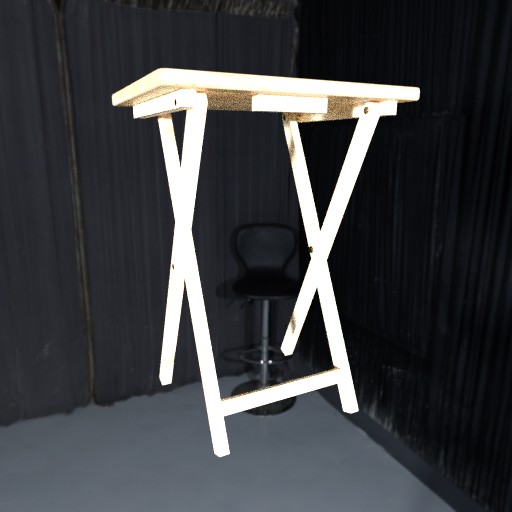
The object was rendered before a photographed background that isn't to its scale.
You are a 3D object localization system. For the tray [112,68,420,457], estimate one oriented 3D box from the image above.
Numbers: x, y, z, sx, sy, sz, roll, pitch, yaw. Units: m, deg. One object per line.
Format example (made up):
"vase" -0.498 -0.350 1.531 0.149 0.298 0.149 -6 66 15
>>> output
"tray" 0.000 0.000 0.943 0.483 0.660 0.381 -7 16 -26
